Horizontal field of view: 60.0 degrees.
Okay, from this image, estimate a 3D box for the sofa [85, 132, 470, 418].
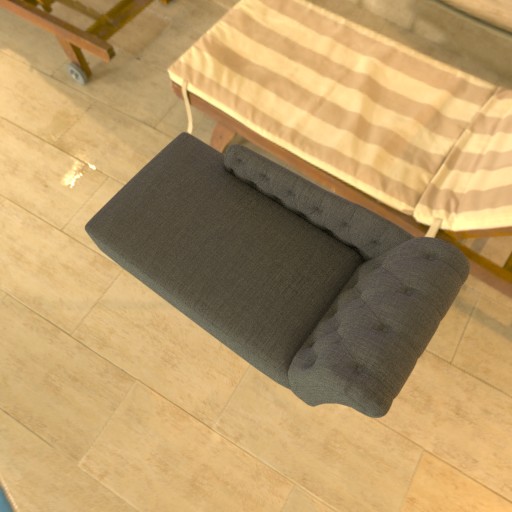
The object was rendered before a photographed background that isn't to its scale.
[{"bbox_3d":[0.000,0.000,1.829,1.379,0.787,0.675,34,70,15],"label":"sofa"}]
